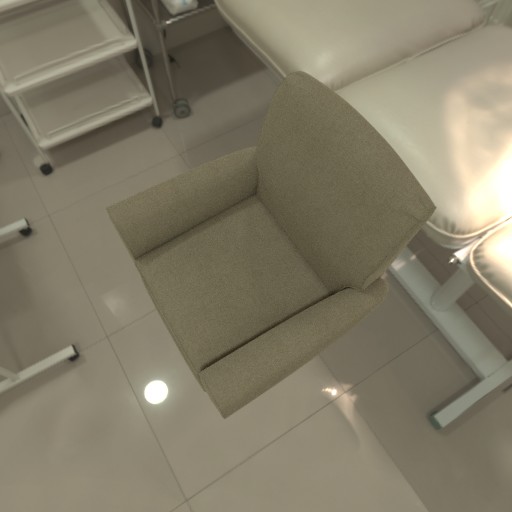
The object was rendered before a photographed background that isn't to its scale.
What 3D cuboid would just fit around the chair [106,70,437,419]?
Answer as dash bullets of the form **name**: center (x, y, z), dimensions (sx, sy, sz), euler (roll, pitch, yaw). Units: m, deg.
- **chair**: center (0.000, 0.000, 1.824), dimensions (0.905, 1.061, 0.978), euler (-29, 66, -14)
